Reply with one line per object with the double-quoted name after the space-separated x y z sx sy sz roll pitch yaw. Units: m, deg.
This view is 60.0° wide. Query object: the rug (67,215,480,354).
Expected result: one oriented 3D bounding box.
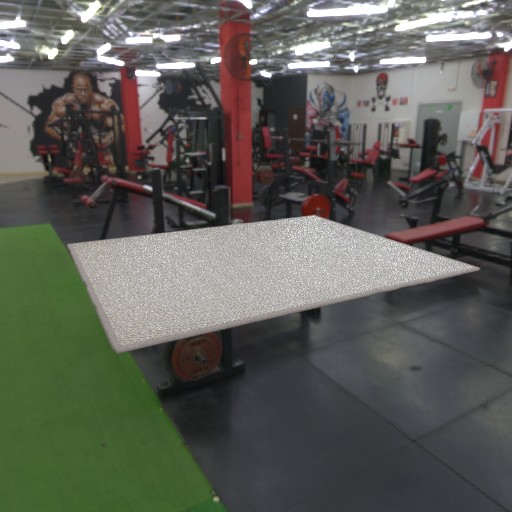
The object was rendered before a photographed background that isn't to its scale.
0.000 0.000 4.086 3.007 0.032 2.434 -9 19 -26 "rug"
